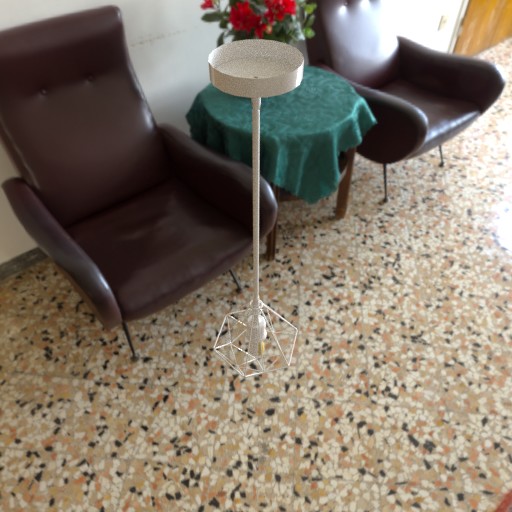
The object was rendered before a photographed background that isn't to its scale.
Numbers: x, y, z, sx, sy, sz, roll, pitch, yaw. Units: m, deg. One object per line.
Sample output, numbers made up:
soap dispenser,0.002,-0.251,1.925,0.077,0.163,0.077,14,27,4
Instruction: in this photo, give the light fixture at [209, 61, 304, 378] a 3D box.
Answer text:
light fixture,0.000,0.000,2.002,0.431,1.764,0.487,11,47,10
